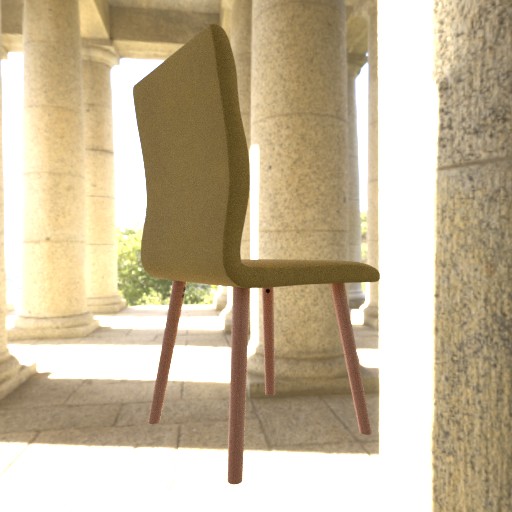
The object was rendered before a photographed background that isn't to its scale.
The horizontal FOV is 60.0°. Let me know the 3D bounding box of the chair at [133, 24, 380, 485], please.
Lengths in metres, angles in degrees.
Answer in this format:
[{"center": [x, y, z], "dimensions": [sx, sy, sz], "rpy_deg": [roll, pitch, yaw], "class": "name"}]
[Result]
[{"center": [0.000, 0.000, 1.245], "dimensions": [0.550, 0.965, 0.450], "rpy_deg": [0, 0, -37], "class": "chair"}]
